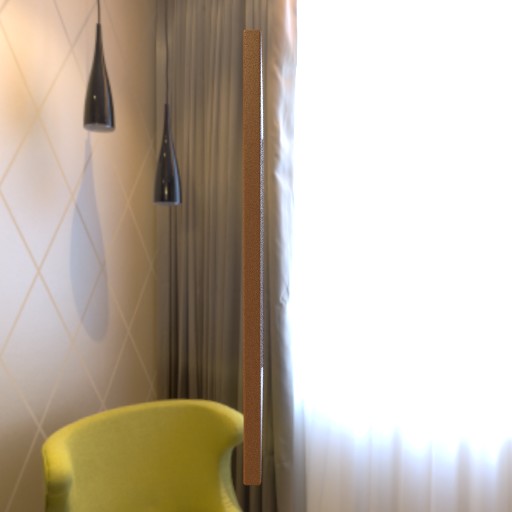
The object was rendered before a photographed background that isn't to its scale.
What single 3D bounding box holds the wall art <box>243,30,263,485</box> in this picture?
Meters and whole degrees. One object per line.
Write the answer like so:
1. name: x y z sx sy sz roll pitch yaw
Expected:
1. wall art: 0.000 0.000 0.523 0.015 0.379 0.310 0 1 1
